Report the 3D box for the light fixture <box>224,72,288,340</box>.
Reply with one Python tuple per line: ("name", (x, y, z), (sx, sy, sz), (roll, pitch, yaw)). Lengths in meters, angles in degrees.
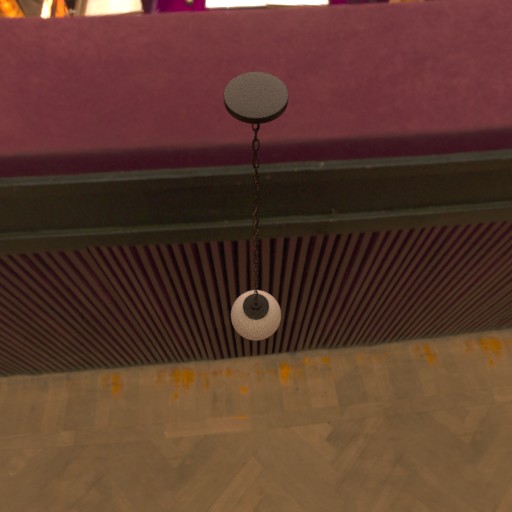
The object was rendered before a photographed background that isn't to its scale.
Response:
("light fixture", (0.000, 0.000, 2.003), (0.304, 1.867, 0.305), (-3, 63, -2))
